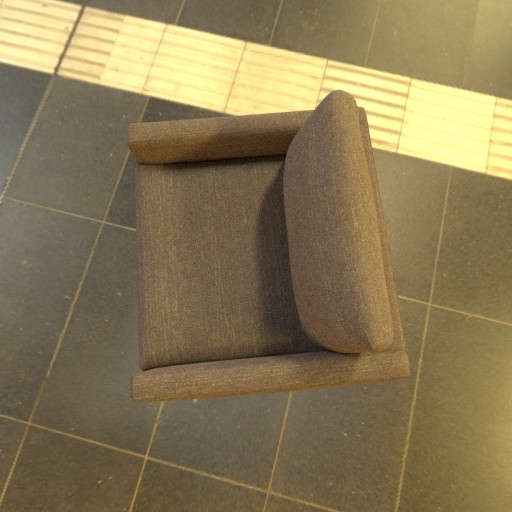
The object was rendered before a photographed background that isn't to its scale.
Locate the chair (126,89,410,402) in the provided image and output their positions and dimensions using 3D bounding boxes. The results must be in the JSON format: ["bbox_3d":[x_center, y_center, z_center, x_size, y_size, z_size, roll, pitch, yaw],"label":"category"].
[{"bbox_3d":[0.000,0.000,1.584,0.845,0.841,0.940,-5,75,-1],"label":"chair"}]
